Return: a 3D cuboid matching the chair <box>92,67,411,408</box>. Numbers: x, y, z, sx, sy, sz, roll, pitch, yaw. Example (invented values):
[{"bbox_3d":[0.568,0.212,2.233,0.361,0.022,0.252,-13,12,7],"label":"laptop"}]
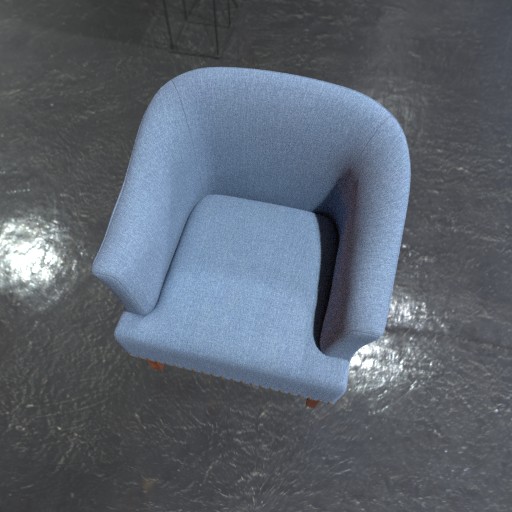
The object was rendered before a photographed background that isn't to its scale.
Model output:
[{"bbox_3d":[0.000,0.000,1.383,0.772,0.815,0.704,12,60,7],"label":"chair"}]
